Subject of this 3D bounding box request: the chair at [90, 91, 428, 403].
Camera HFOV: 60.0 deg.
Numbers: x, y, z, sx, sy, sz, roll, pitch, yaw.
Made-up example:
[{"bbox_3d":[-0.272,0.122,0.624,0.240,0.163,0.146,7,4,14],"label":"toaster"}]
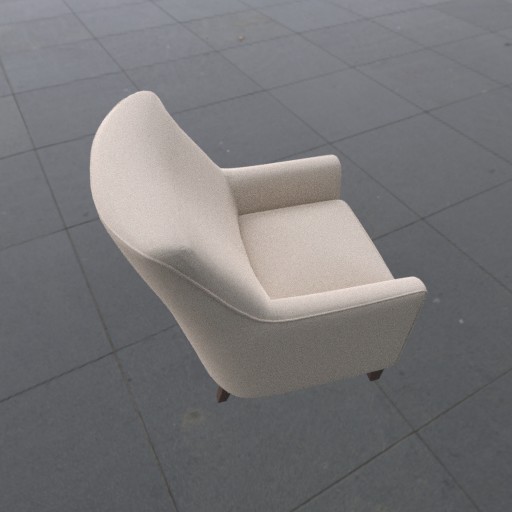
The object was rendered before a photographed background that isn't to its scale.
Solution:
[{"bbox_3d":[0.000,0.000,1.523,0.879,0.916,0.756,-10,47,-10],"label":"chair"}]
